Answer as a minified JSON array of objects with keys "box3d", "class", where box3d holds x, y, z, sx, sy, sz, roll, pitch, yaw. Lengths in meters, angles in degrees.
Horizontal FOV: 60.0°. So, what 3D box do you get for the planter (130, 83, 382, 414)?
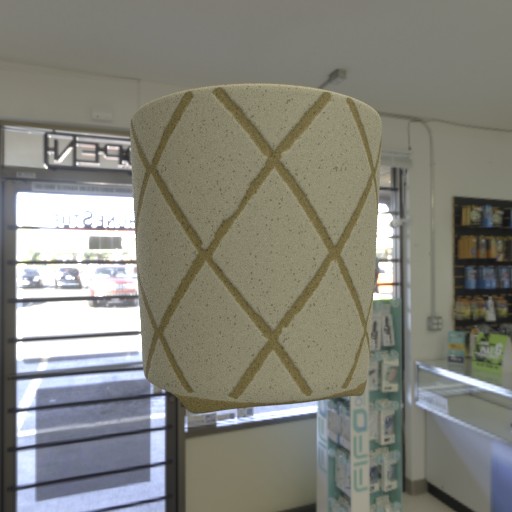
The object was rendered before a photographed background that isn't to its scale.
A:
[{"box3d":[0.000,0.000,0.415,0.228,0.235,0.228,0,-1,0],"class":"planter"}]
